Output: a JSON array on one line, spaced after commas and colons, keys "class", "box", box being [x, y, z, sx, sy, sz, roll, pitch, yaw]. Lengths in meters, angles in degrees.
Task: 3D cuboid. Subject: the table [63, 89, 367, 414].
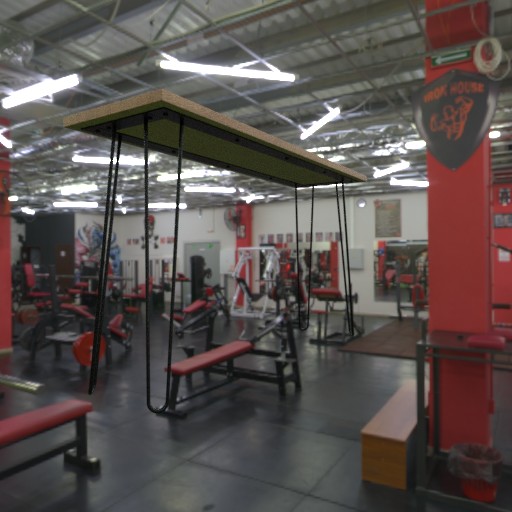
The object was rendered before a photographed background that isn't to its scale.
[{"class": "table", "box": [0.000, 0.000, 1.747, 0.399, 0.799, 1.400, 0, 0, 34]}]
